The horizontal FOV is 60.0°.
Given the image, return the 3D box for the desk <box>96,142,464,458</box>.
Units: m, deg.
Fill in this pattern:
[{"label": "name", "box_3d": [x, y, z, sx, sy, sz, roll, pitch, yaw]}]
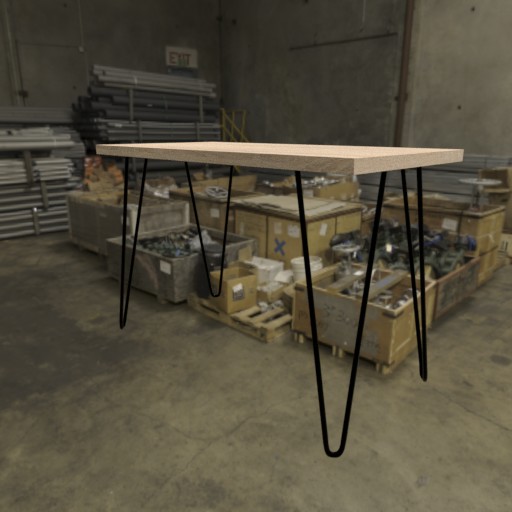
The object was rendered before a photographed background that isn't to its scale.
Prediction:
[{"label": "desk", "box_3d": [0.000, 0.000, 1.380, 0.991, 0.660, 0.499, 15, 22, 43]}]
